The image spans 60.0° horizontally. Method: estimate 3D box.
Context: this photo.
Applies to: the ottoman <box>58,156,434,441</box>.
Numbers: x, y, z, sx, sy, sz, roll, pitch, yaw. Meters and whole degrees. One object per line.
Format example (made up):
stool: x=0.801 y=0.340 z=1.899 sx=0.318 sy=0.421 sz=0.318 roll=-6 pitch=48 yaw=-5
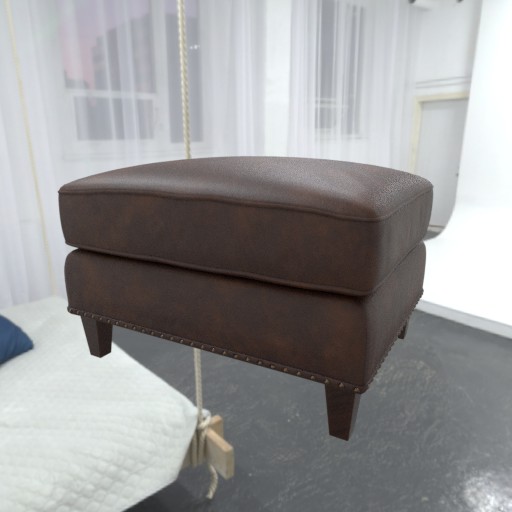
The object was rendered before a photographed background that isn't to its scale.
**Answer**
ottoman: x=0.000 y=0.000 z=1.113 sx=0.742 sy=0.486 sz=0.586 roll=8 pitch=17 yaw=28
